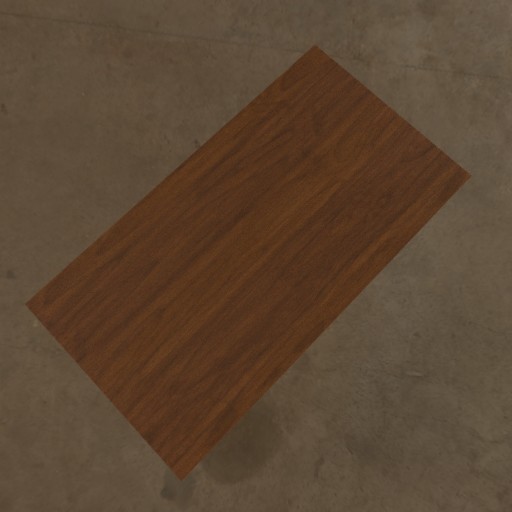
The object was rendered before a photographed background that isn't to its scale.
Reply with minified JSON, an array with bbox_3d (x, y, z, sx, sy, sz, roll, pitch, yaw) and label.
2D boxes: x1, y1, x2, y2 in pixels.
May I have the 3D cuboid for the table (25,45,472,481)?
[{"bbox_3d":[0.000,0.000,1.345,0.574,0.414,1.057,44,81,9],"label":"table"}]
